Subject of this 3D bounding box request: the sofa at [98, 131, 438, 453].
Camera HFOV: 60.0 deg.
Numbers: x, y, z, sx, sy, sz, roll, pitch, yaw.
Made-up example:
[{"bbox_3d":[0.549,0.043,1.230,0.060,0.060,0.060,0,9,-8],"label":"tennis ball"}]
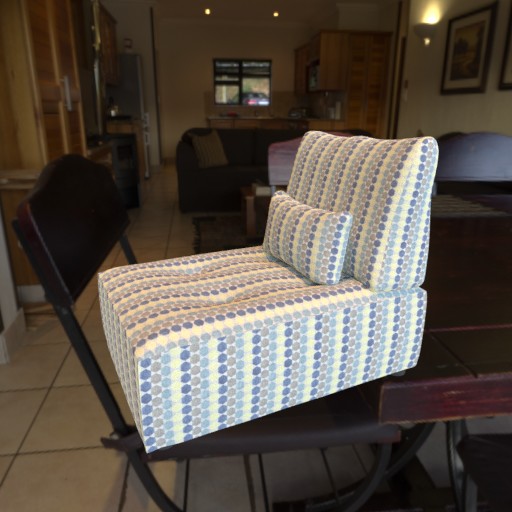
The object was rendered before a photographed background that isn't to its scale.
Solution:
[{"bbox_3d":[0.000,0.000,1.561,1.000,0.820,0.700,-9,20,-25],"label":"sofa"}]
